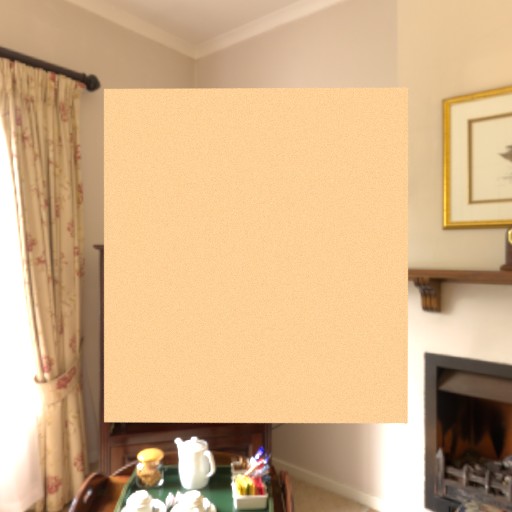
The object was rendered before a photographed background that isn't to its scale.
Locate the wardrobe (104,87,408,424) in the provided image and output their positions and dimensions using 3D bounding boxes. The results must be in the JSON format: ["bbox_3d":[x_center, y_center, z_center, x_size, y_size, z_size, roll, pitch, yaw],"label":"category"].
[{"bbox_3d":[0.000,0.000,2.969,1.830,2.020,0.600,0,0,1],"label":"wardrobe"}]
